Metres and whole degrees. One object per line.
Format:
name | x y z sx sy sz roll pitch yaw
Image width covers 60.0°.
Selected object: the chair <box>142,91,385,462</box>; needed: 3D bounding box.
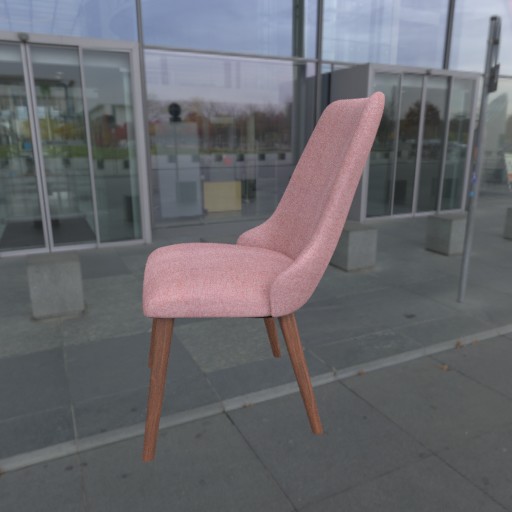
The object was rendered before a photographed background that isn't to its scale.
chair | 0.000 0.000 1.330 0.707 0.918 0.535 -3 15 -10
